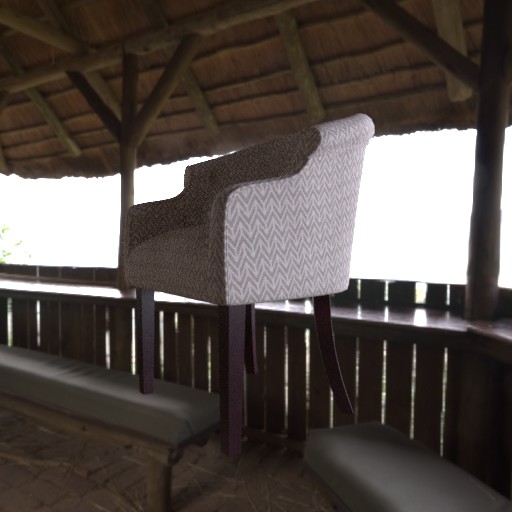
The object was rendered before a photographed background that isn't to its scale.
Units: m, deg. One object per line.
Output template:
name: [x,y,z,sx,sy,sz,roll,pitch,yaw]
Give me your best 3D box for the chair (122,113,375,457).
chair: [0.000,0.000,1.317,0.613,0.858,0.686,-1,2,-36]
